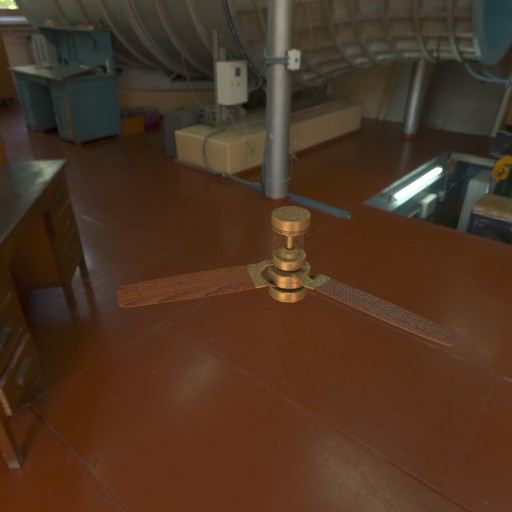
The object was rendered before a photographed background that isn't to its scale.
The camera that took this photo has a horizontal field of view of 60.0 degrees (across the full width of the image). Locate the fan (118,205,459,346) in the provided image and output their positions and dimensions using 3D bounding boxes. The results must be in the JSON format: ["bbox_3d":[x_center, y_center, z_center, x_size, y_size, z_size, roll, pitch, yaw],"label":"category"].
[{"bbox_3d":[0.000,0.000,2.068,1.271,0.425,1.416,-8,31,-14],"label":"fan"}]
